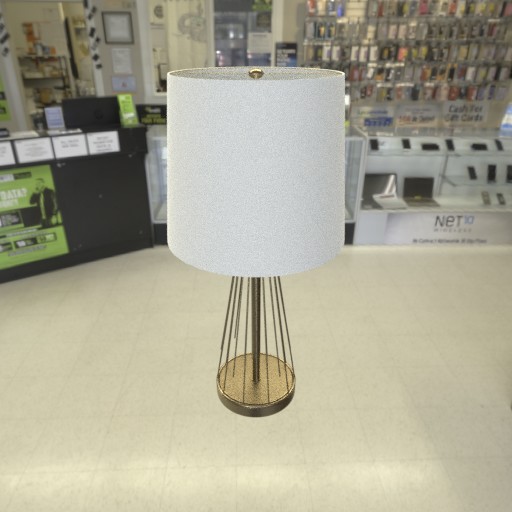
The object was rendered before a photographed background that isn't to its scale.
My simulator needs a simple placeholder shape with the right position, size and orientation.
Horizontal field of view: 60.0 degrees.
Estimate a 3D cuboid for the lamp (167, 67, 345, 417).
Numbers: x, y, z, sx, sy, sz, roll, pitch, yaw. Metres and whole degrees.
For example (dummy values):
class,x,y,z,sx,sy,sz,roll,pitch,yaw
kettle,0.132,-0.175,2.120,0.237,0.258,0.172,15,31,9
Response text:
class,x,y,z,sx,sy,sz,roll,pitch,yaw
lamp,0.000,0.000,0.790,0.303,0.618,0.303,0,27,0
